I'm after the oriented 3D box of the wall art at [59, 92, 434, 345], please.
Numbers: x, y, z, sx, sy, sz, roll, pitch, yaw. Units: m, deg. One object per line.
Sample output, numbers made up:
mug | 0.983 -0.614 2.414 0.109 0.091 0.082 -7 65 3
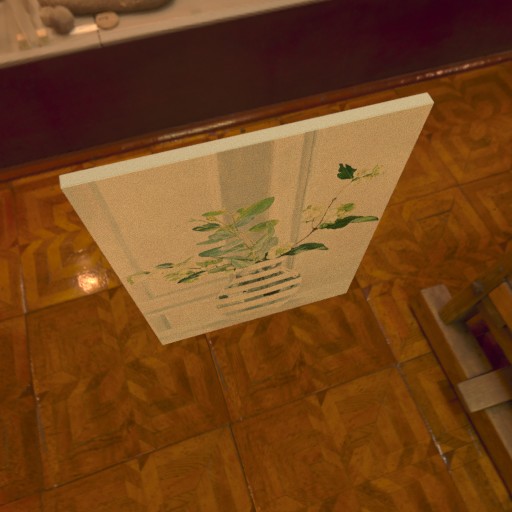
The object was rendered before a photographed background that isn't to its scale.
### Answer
wall art | 0.000 0.000 1.585 0.914 1.212 0.038 -15 63 -8
